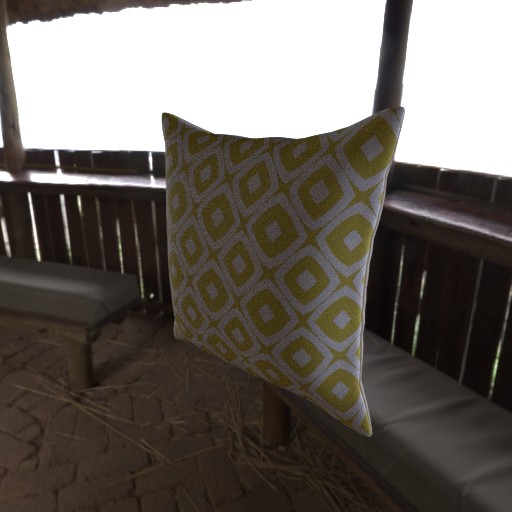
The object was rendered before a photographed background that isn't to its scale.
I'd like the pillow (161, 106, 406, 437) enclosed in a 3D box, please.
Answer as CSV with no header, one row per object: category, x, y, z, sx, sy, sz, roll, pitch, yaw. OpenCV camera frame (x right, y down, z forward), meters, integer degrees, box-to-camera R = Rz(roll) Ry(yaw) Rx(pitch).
pillow,0.000,0.000,0.785,0.504,0.494,0.188,15,23,40
